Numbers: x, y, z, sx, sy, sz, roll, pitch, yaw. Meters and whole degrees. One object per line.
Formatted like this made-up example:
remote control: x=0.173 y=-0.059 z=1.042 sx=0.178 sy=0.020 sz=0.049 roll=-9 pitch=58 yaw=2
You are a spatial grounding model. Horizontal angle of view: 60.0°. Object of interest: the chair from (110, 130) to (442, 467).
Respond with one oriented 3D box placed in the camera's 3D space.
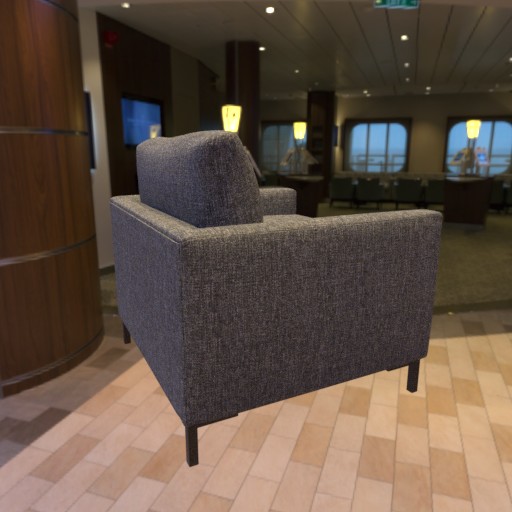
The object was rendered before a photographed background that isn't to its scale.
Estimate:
chair: x=0.000 y=0.000 z=1.627 sx=0.866 sy=0.861 sz=0.963 roll=-7 pitch=15 yaw=-26
